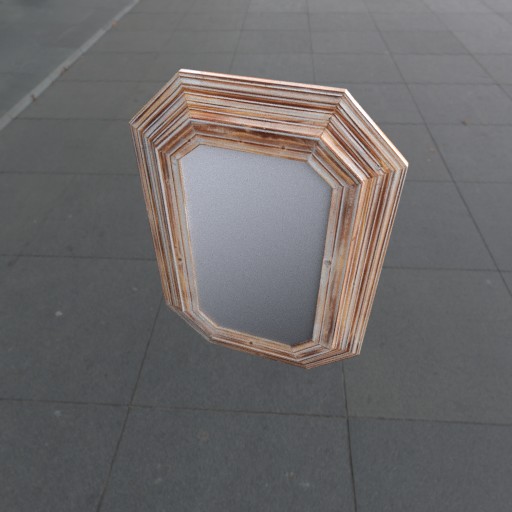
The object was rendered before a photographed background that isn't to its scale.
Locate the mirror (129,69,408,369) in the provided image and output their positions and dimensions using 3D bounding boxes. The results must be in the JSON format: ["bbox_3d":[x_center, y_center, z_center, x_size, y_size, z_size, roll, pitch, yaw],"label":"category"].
[{"bbox_3d":[0.000,0.000,1.308,0.709,1.015,0.061,13,43,14],"label":"mirror"}]
